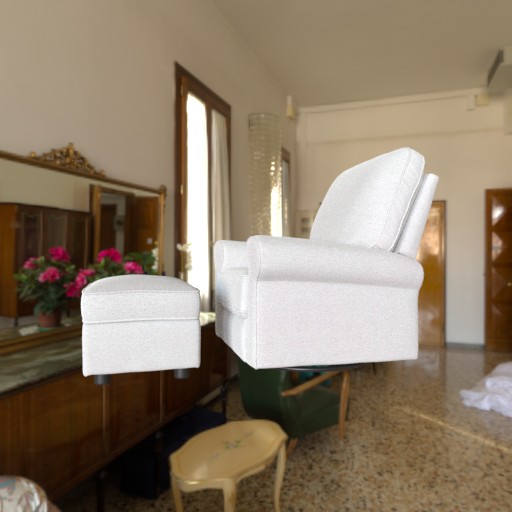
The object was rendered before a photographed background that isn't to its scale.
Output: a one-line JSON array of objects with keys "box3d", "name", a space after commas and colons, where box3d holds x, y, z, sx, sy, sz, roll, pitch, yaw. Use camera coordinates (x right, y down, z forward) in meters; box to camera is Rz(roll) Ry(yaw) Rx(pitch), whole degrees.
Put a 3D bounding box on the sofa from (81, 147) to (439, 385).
[{"box3d": [0.000, 0.000, 2.052, 1.478, 0.959, 0.880, 0, 0, -16], "name": "sofa"}]
